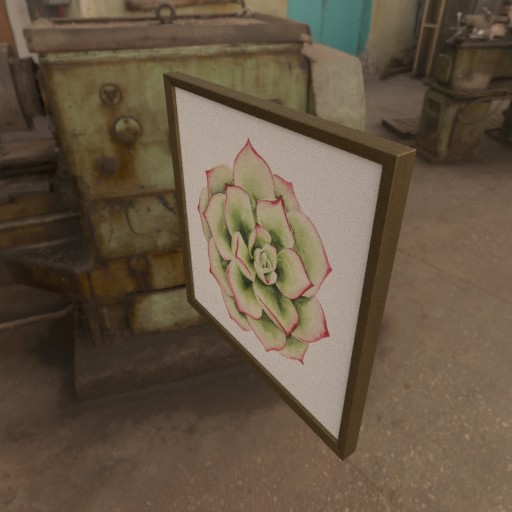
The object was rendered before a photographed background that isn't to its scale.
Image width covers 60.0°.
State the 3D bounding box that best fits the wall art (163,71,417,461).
[{"bbox_3d":[0.000,0.000,0.745,0.031,0.506,0.503,-22,39,-30],"label":"wall art"}]
